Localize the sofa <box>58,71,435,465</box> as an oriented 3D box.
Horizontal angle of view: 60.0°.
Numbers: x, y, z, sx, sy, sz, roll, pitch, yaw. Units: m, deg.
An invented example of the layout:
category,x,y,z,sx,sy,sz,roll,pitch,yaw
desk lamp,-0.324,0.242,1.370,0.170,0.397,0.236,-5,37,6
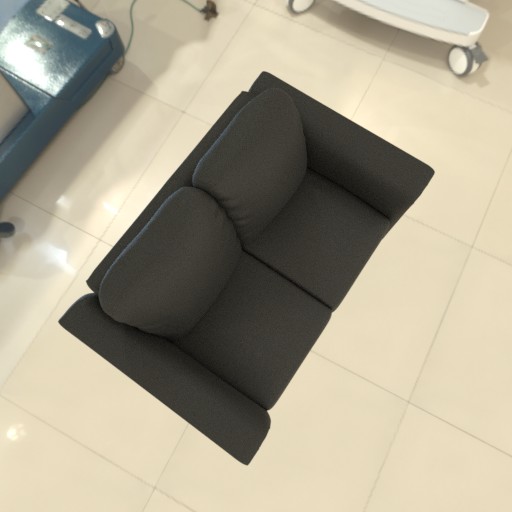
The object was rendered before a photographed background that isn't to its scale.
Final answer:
category,x,y,z,sx,sy,sz,roll,pitch,yaw
sofa,0.000,0.000,1.947,0.887,0.845,1.386,34,76,9
